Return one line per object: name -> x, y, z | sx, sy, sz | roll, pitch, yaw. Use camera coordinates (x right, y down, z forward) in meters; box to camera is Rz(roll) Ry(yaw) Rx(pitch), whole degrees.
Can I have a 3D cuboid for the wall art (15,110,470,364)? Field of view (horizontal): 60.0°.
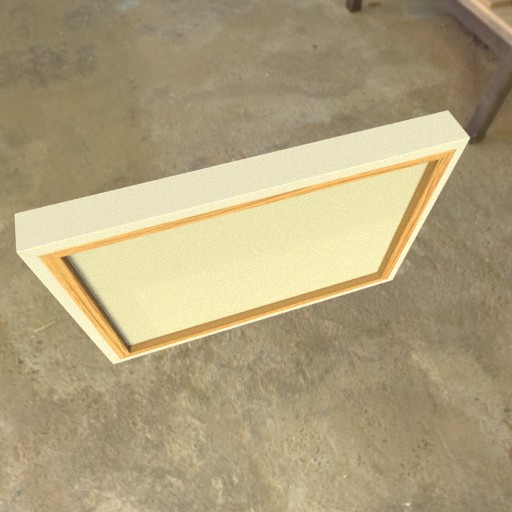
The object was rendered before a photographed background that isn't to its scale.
wall art -> 0.000, 0.000, 0.475 | 0.381, 0.259, 0.038 | -15, 60, -9
